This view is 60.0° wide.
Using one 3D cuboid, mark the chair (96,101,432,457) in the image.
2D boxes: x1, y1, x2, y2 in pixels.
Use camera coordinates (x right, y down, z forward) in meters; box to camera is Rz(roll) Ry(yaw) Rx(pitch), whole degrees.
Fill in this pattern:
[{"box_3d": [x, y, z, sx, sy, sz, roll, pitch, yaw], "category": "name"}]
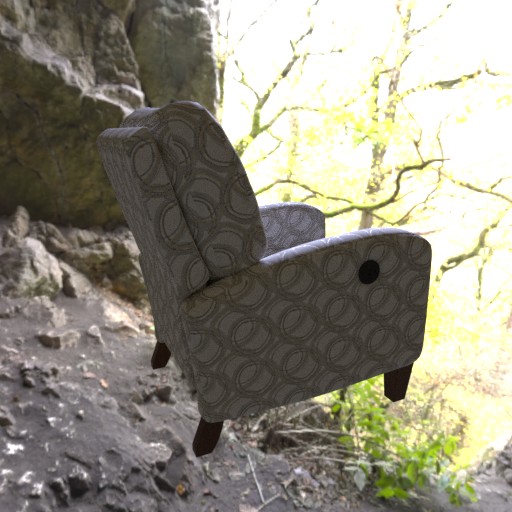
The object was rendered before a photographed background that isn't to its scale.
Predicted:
[{"box_3d": [0.000, 0.000, 1.664, 0.995, 1.065, 0.796, -7, 17, -24], "category": "chair"}]
